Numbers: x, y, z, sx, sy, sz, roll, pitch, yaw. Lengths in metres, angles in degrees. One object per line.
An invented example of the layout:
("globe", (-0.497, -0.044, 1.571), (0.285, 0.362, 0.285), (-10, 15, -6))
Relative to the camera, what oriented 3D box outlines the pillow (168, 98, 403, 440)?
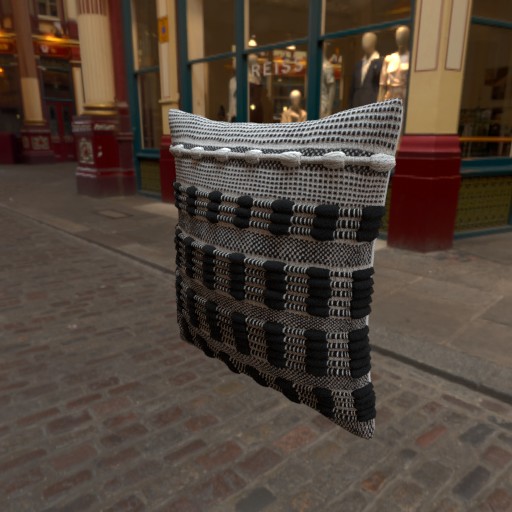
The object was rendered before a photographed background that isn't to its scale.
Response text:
("pillow", (0.000, 0.000, 0.677), (0.436, 0.438, 0.156), (16, 22, 43))
